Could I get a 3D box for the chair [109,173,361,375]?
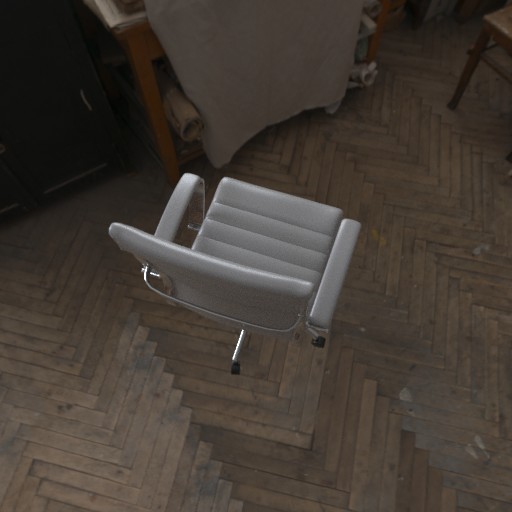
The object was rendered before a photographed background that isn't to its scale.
[{"bbox_3d":[0.000,0.000,1.528,0.679,1.149,0.667,17,65,8],"label":"chair"}]
